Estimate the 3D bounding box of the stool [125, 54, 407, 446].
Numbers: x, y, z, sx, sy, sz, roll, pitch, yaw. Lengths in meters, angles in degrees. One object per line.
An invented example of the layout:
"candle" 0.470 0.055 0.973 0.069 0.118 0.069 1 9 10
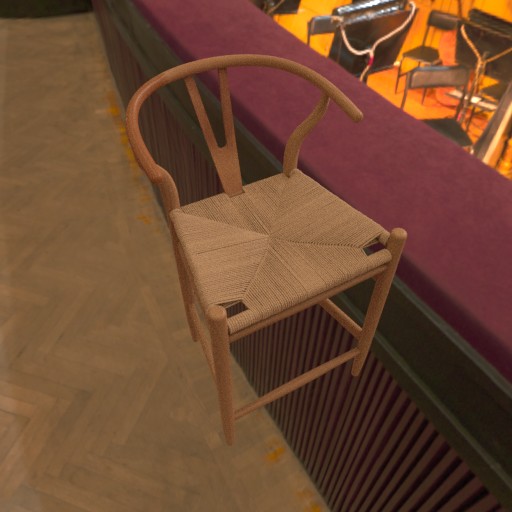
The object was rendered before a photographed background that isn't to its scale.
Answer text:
"stool" 0.000 0.000 1.277 0.536 0.923 0.575 -22 50 -20
